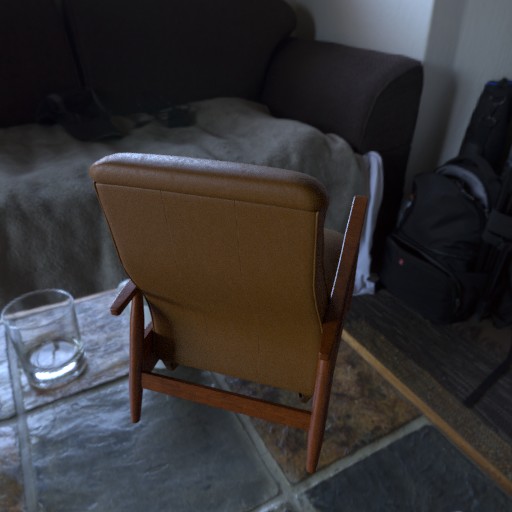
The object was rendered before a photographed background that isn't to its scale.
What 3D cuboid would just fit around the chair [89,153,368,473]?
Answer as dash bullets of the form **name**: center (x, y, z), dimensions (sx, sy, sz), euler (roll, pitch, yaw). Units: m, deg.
- **chair**: center (0.000, 0.000, 1.751), dimensions (0.762, 1.082, 1.014), euler (9, 33, 14)
